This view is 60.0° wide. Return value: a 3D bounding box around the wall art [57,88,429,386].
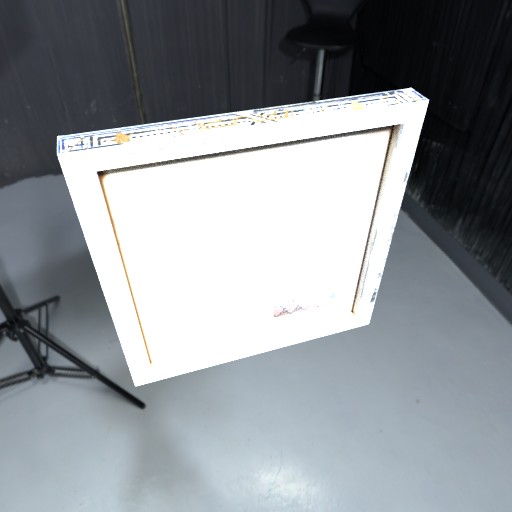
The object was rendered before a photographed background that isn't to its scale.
[{"bbox_3d":[0.000,0.000,0.620,0.411,0.410,0.038,-12,44,-13],"label":"wall art"}]
